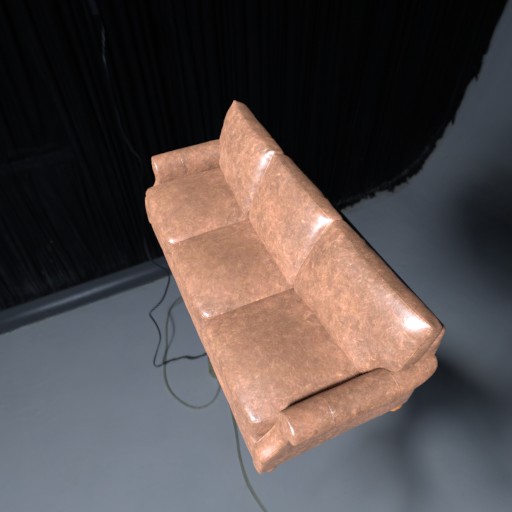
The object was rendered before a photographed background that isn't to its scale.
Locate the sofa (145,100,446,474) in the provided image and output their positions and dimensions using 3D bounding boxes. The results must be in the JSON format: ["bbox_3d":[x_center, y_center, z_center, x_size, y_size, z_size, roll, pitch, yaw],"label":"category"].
[{"bbox_3d":[0.000,0.000,2.798,0.973,0.977,2.351,-18,49,-17],"label":"sofa"}]
